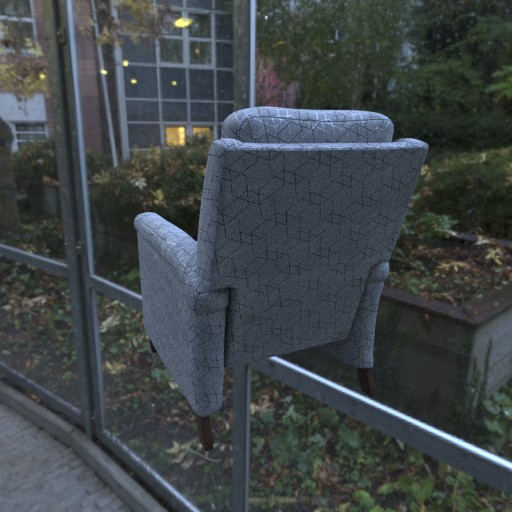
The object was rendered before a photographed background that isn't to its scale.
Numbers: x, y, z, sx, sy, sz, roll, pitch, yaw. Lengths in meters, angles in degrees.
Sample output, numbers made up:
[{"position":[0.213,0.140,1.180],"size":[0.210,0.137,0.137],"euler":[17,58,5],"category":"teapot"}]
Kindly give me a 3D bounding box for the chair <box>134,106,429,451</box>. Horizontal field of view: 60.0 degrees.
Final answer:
[{"position":[0.000,0.000,1.714],"size":[0.753,1.048,0.987],"euler":[-8,17,-26],"category":"chair"}]
